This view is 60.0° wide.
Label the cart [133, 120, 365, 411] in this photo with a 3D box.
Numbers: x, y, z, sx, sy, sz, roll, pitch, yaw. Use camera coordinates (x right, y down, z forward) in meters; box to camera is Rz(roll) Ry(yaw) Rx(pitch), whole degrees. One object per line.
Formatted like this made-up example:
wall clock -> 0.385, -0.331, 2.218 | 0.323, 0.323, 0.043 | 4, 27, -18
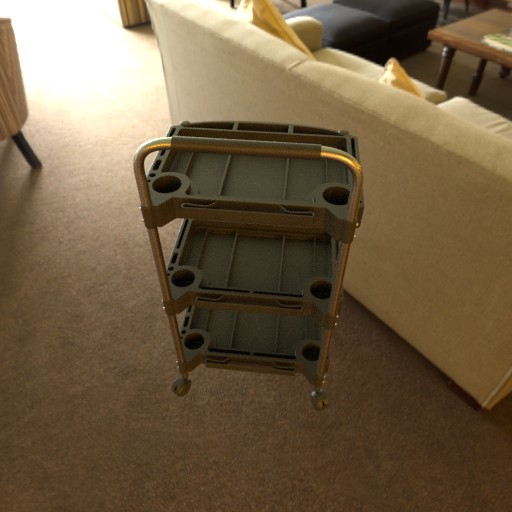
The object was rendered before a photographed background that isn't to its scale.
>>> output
cart -> 0.000, 0.000, 1.442 | 0.584, 1.075, 0.518 | 4, 45, 4
